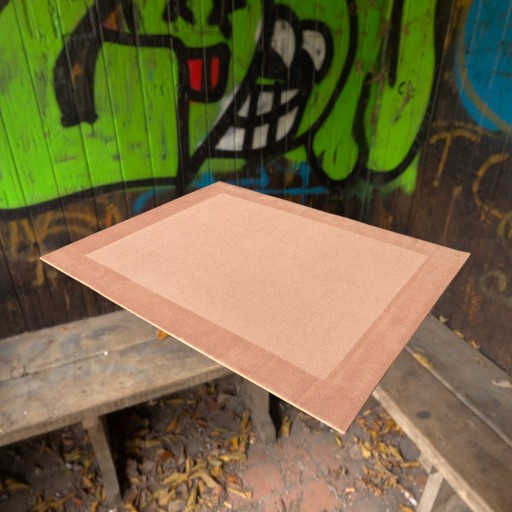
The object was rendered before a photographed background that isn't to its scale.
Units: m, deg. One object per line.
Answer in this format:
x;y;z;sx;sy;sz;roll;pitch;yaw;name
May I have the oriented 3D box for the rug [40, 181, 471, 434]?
0.000;0.000;3.997;3.057;0.021;2.431;21;36;32;rug
